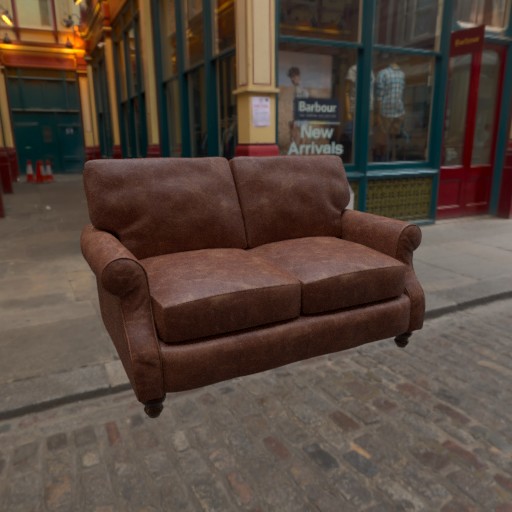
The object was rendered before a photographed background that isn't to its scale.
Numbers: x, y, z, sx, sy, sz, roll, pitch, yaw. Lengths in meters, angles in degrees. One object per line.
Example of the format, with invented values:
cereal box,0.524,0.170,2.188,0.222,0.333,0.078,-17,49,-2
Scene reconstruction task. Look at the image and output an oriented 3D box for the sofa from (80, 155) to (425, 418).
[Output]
sofa,0.000,0.000,2.253,1.616,0.967,0.990,-7,16,-26
